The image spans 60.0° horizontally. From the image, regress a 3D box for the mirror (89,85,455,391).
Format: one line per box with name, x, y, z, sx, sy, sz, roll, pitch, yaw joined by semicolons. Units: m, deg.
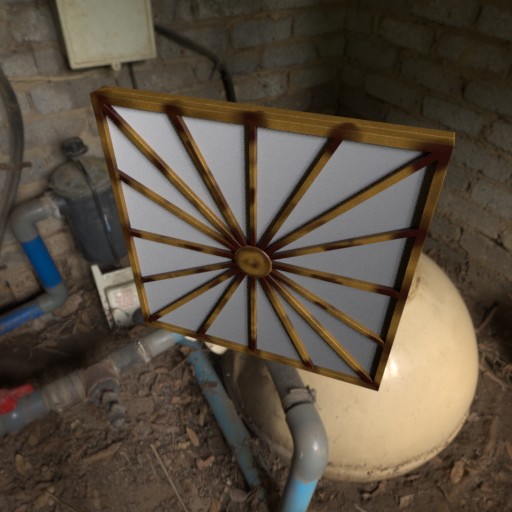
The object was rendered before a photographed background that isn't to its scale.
mirror;0.000;0.000;0.761;0.509;0.507;0.042;13;42;15
